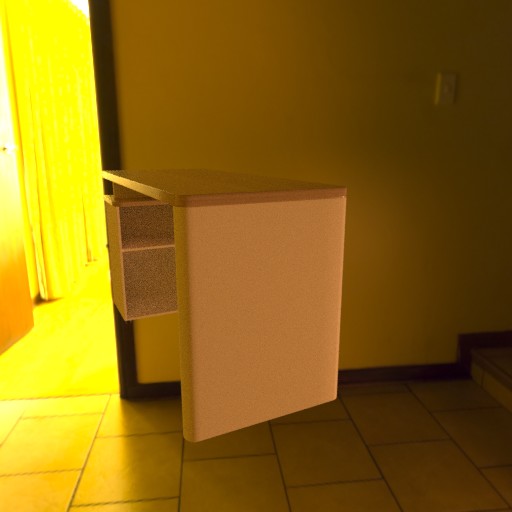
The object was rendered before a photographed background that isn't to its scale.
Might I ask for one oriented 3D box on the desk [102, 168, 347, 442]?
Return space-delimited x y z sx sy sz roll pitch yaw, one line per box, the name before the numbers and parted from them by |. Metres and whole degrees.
desk | 0.000 0.000 2.137 1.175 0.770 1.400 -7 15 -26
